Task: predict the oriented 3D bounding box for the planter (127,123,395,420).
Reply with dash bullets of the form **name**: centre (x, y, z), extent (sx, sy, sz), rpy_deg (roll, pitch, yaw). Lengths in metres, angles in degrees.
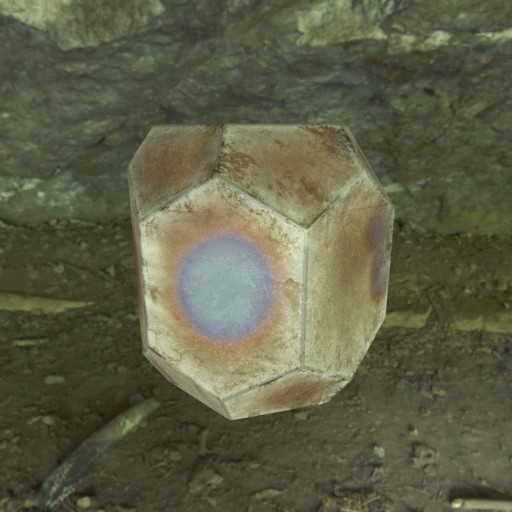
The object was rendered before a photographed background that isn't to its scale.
- **planter**: centre (0.000, 0.000, 0.419), extent (0.221, 0.238, 0.243), rpy_deg (15, 21, 42)
